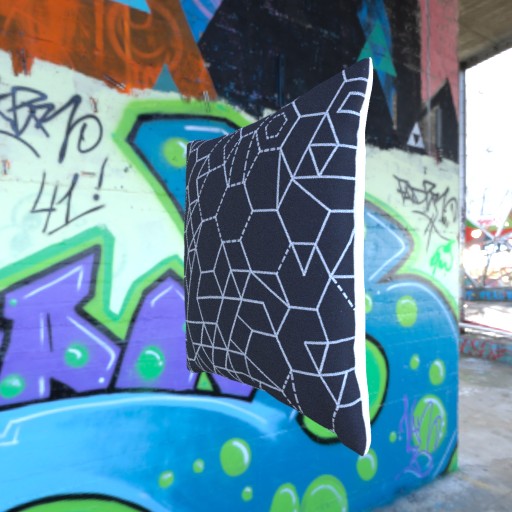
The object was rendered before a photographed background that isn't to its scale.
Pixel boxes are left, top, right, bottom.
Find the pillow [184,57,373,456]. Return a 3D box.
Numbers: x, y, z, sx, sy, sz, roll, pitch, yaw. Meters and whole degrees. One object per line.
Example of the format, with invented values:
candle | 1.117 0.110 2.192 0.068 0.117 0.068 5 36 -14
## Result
pillow | 0.000 0.000 0.773 0.158 0.508 0.517 0 -1 -35
